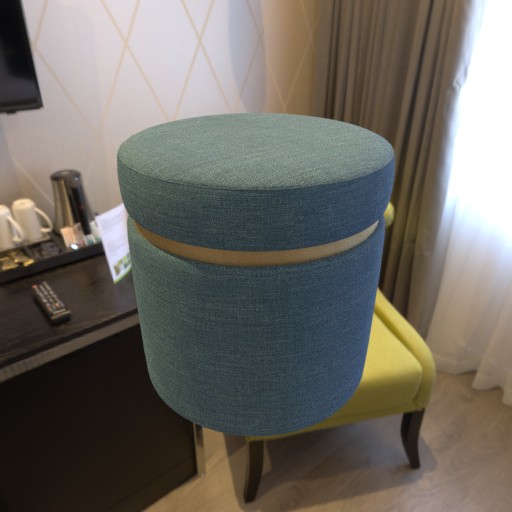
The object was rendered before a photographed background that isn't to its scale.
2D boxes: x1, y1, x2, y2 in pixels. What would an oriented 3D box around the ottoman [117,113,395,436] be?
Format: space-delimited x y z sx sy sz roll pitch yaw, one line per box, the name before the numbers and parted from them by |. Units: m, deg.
ottoman | 0.000 0.000 0.734 0.398 0.406 0.398 0 29 0
